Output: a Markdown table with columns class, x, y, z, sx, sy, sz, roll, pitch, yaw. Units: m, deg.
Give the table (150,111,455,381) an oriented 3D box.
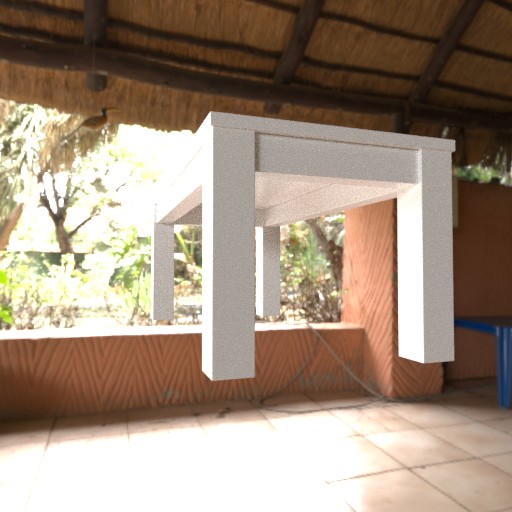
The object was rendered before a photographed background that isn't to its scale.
| class | x | y | z | sx | sy | sz | roll | pitch | yaw |
| --- | --- | --- | --- | --- | --- | --- | --- | --- | --- |
| table | 0.000 | 0.000 | 2.286 | 0.900 | 0.790 | 1.800 | 1 | -2 | -19 |
